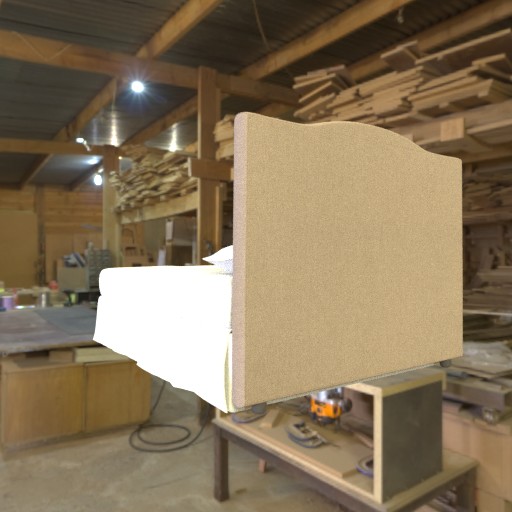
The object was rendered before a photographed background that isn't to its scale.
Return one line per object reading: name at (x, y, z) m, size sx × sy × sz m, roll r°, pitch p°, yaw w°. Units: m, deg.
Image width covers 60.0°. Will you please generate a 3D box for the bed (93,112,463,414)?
bed at (0.000, 0.000, 3.341) m, size 1.821 × 1.436 × 2.282 m, roll 0°, pitch 0°, yaw -35°
